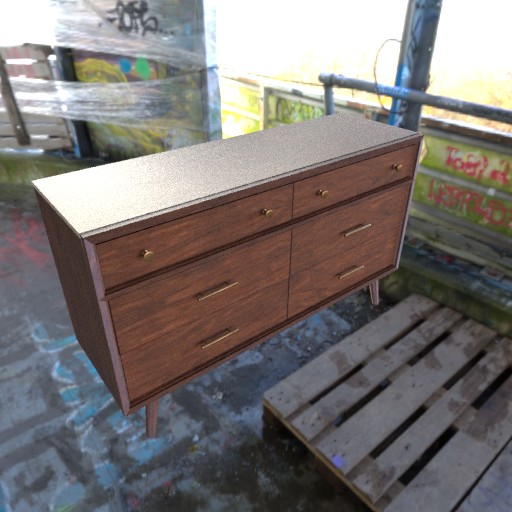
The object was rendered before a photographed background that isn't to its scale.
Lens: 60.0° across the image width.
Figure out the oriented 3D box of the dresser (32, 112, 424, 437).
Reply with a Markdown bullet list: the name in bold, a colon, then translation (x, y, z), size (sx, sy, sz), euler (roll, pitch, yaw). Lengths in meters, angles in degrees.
- **dresser**: translation (0.000, 0.000, 1.900), size (1.472, 0.889, 0.500), euler (-22, 38, -32)
